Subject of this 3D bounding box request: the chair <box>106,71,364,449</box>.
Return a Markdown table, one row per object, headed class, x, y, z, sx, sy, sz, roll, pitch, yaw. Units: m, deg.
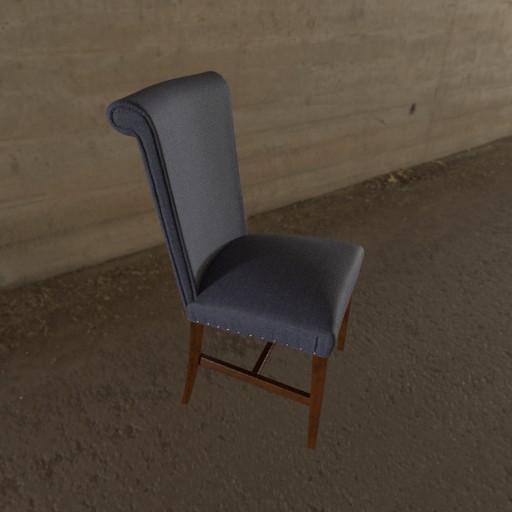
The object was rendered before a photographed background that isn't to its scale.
| class | x | y | z | sx | sy | sz | roll | pitch | yaw |
| --- | --- | --- | --- | --- | --- | --- | --- | --- | --- |
| chair | 0.000 | 0.000 | 1.376 | 0.608 | 0.988 | 0.513 | 11 | 32 | 17 |
